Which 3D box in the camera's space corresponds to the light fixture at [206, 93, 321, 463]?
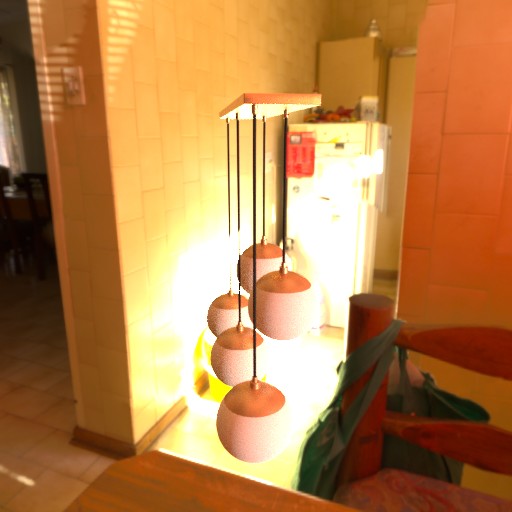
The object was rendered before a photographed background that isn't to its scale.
[{"bbox_3d":[0.000,0.000,1.353,0.299,0.869,0.863,-2,15,-8],"label":"light fixture"}]
